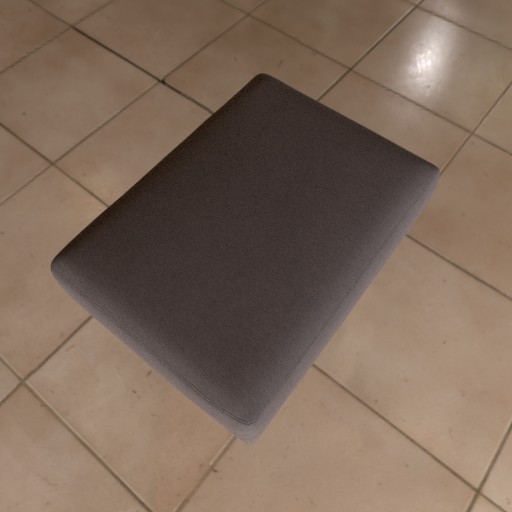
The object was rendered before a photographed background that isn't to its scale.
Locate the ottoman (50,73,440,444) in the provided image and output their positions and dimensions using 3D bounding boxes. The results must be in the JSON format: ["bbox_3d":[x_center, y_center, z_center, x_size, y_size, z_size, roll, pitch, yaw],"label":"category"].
[{"bbox_3d":[0.000,0.000,1.167,0.574,0.497,0.773,35,67,17],"label":"ottoman"}]
